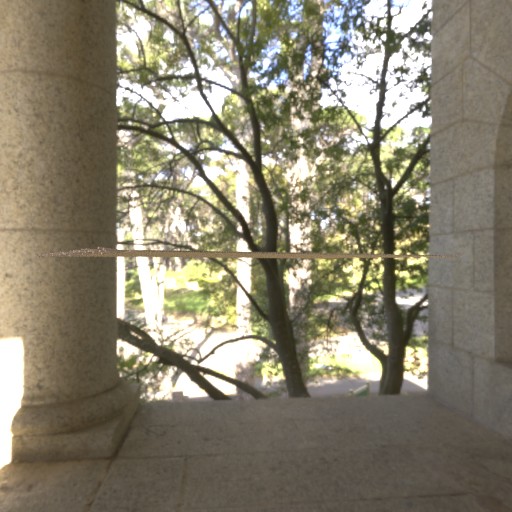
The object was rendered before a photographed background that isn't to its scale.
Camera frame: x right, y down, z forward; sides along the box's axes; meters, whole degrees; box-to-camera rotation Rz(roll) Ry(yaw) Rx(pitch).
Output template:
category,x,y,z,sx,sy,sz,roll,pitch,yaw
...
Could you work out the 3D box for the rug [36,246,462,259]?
category,x,y,z,sx,sy,sz,roll,pitch,yaw
rug,0.000,0.000,3.027,2.523,0.034,1.528,1,-1,-35
